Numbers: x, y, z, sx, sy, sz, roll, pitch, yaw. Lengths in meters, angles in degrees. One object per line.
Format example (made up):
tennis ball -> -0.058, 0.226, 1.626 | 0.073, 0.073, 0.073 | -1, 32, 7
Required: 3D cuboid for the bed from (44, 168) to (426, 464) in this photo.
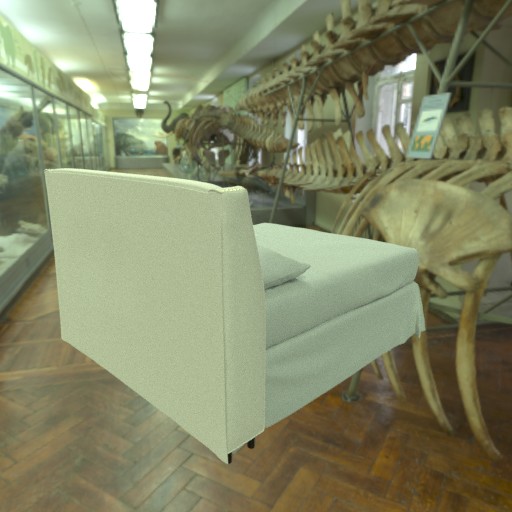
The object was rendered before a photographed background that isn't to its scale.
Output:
bed -> 0.000, 0.000, 3.325 | 2.276, 1.332, 1.925 | -14, 20, -43
